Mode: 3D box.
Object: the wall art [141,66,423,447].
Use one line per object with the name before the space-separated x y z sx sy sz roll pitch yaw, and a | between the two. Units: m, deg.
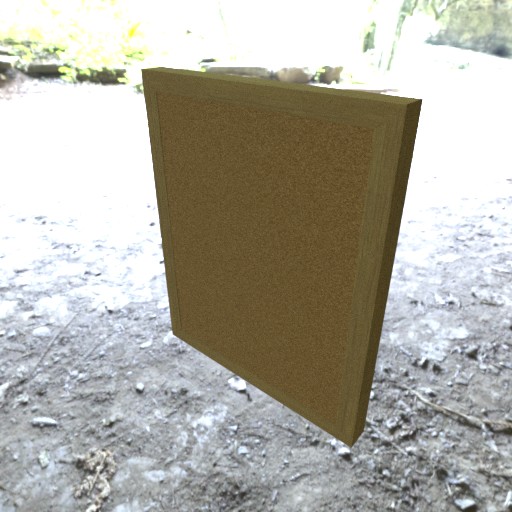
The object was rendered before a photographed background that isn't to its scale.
wall art | 0.000 0.000 0.512 0.312 0.380 0.030 23 37 34
